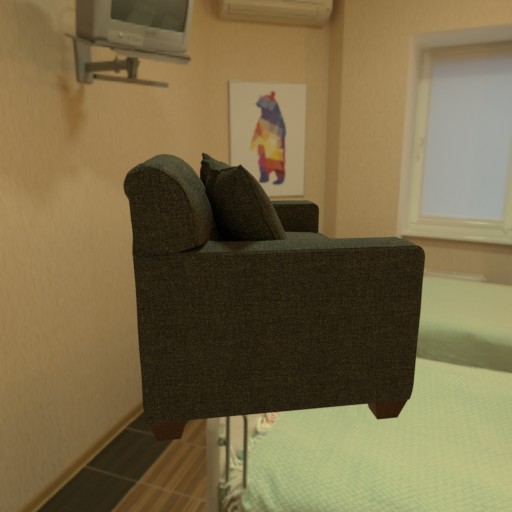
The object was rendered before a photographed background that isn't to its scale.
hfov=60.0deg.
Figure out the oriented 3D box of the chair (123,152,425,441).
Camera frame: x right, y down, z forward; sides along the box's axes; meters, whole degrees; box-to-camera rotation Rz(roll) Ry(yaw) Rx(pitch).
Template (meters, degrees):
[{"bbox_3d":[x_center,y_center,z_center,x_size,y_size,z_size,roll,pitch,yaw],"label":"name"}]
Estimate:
[{"bbox_3d":[0.000,0.000,2.089,1.000,0.948,1.383,-2,14,-9],"label":"chair"}]
